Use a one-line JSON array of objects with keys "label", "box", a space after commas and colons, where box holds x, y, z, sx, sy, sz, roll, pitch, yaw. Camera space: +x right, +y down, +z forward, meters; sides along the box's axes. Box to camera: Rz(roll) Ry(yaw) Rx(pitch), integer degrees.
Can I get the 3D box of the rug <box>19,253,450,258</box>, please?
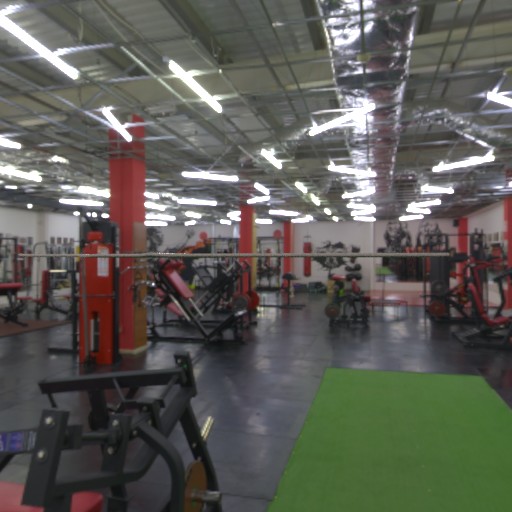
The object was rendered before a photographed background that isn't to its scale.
[{"label": "rug", "box": [0.000, 0.000, 4.055, 3.007, 0.032, 2.434, 0, 0, 17]}]
